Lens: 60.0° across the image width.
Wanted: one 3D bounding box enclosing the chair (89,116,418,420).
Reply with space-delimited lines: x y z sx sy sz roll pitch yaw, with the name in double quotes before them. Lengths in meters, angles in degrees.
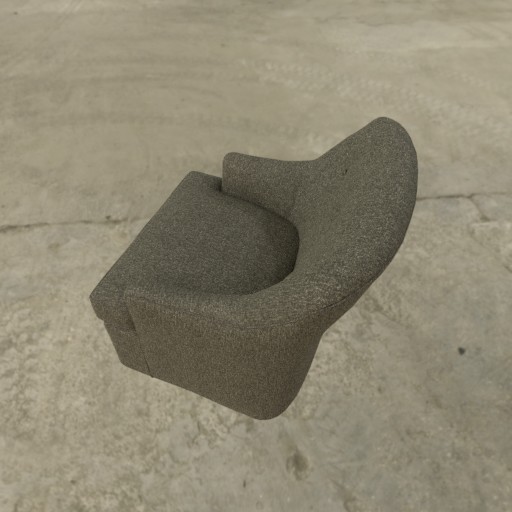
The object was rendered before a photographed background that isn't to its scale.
"chair" 0.000 0.000 1.584 0.923 0.856 0.864 15 48 14
